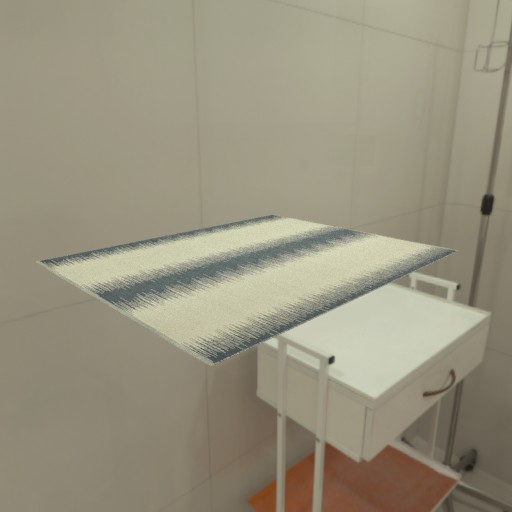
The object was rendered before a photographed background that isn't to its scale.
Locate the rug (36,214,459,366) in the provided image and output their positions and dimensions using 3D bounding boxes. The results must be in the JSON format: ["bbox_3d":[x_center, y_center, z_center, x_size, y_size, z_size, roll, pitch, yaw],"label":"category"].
[{"bbox_3d":[0.000,0.000,4.057,3.037,0.004,2.453,-16,23,-42],"label":"rug"}]
